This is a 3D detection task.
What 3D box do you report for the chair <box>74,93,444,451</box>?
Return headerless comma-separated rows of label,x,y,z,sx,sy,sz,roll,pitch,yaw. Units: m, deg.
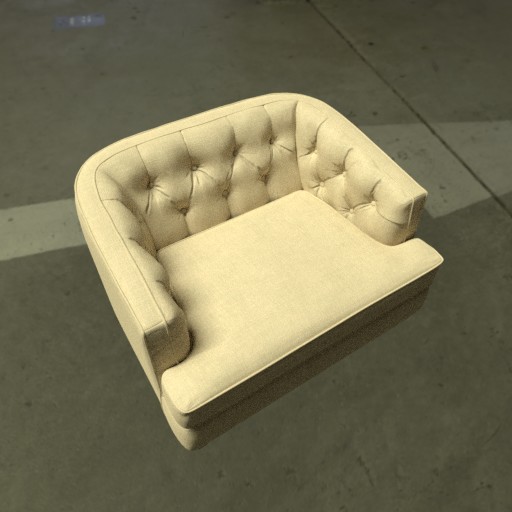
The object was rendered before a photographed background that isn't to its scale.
chair,0.000,0.000,1.729,1.118,0.787,0.914,-25,52,-21
